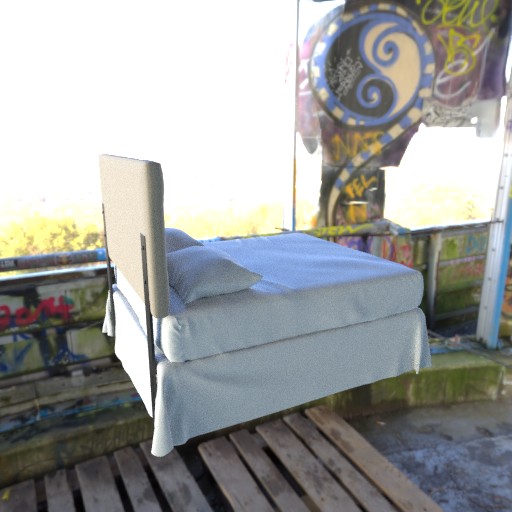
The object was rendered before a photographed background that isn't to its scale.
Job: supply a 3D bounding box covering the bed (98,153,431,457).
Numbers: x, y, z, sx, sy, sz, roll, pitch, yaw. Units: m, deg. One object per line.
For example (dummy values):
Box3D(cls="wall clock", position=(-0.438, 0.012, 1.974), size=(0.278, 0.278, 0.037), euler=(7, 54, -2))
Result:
Box3D(cls="bed", position=(0.000, 0.000, 3.523), size=(2.222, 1.577, 1.936), euler=(-7, 16, -26))
